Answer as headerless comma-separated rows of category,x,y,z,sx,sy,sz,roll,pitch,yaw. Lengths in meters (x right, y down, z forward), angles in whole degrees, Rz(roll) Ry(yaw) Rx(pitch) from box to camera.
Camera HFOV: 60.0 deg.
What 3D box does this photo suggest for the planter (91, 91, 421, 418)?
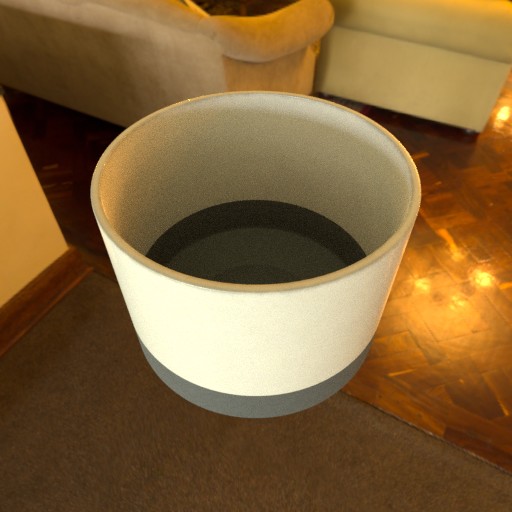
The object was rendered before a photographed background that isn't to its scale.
planter,0.000,0.000,0.215,0.128,0.105,0.128,0,47,0
